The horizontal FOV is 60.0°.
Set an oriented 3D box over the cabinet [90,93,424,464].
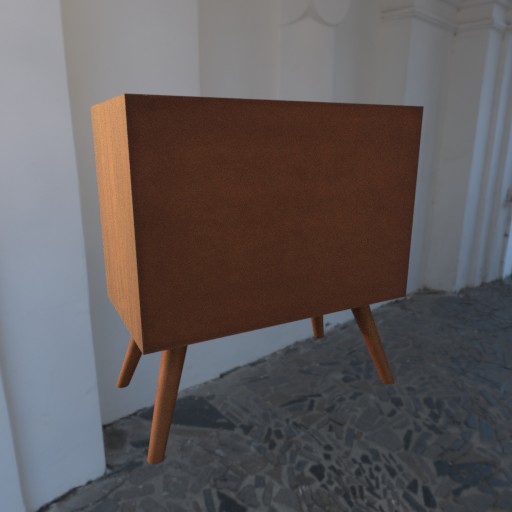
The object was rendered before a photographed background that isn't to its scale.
[{"bbox_3d":[0.000,0.000,1.169,0.712,0.748,0.388,-8,17,-27],"label":"cabinet"}]
